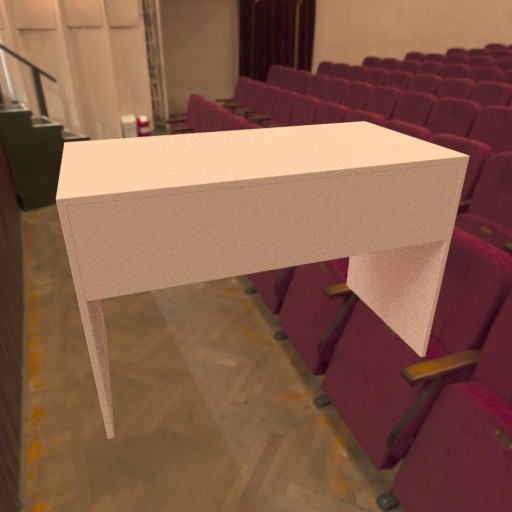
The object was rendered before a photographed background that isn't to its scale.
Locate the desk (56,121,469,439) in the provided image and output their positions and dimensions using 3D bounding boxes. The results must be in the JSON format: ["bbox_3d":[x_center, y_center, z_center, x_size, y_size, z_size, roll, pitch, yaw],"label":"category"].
[{"bbox_3d":[0.000,0.000,1.508,1.100,0.730,0.560,-9,29,-17],"label":"desk"}]
